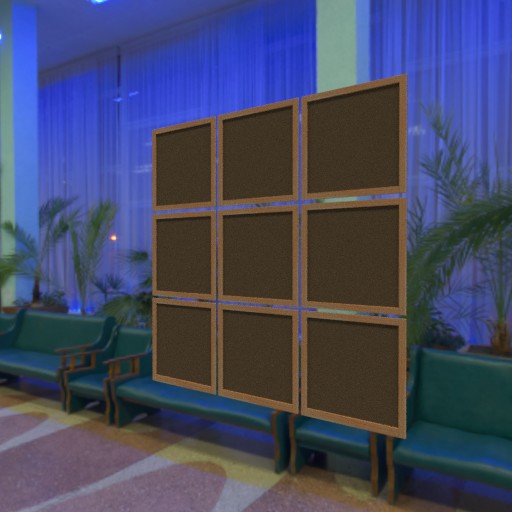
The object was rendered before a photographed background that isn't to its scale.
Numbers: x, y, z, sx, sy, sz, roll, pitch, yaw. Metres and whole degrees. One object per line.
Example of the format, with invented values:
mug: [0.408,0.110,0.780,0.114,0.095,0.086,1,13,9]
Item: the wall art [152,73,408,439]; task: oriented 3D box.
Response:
wall art: [0.000,0.000,2.279,1.520,1.525,0.013,0,1,34]
